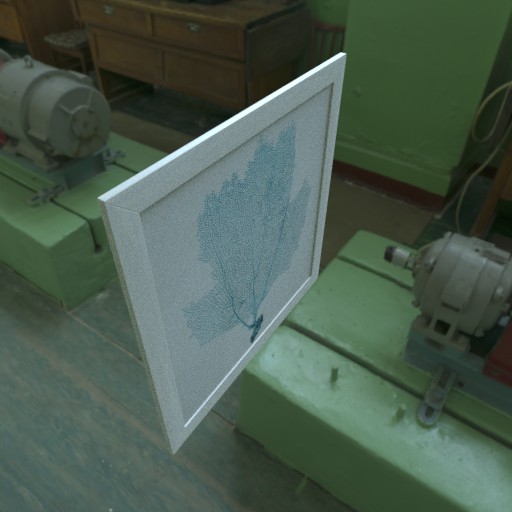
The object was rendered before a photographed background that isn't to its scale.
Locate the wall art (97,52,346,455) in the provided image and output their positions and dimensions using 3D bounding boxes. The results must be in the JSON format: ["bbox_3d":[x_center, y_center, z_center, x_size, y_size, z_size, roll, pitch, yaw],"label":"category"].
[{"bbox_3d":[0.000,0.000,0.839,0.013,0.584,0.584,24,47,25],"label":"wall art"}]
